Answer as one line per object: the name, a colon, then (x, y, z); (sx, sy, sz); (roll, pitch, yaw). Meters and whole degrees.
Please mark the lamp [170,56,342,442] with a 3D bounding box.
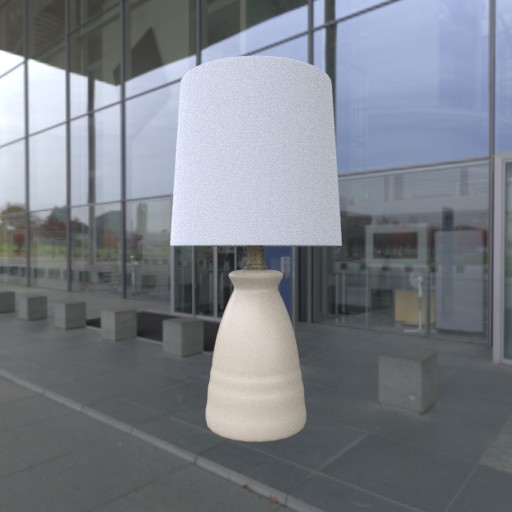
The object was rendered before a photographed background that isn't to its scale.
lamp: (0.000, 0.000, 0.490); (0.186, 0.369, 0.186); (0, 1, 0)
